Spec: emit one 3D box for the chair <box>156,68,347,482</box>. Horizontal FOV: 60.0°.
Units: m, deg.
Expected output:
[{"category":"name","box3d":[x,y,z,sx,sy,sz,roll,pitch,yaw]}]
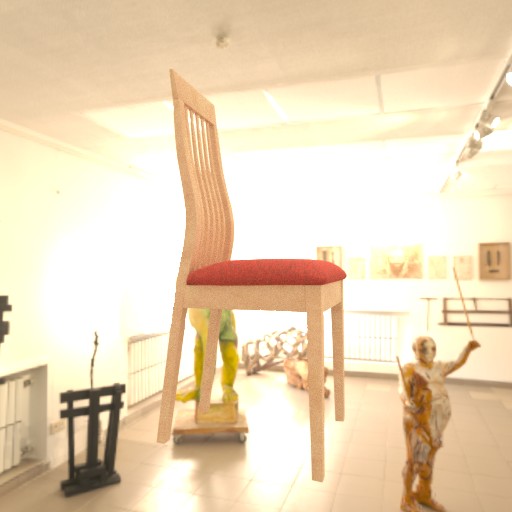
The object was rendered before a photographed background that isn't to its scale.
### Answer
[{"category":"chair","box3d":[0.000,0.000,1.280,0.474,1.027,0.460,0,-1,18]}]
